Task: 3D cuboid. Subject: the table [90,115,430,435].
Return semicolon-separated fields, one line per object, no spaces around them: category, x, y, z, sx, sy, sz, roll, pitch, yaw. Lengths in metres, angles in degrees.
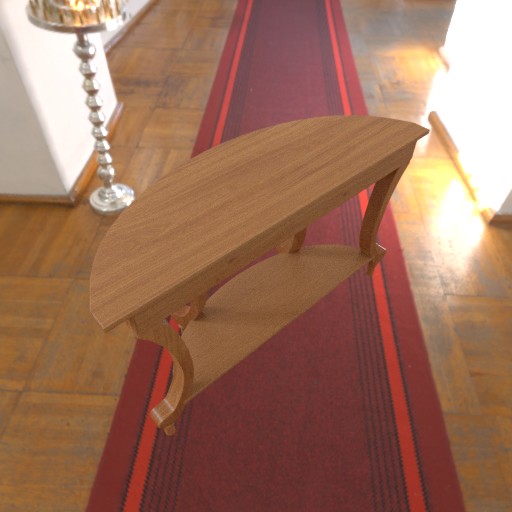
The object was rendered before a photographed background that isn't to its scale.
table;0.000;0.000;1.546;1.198;0.692;0.394;-33;54;-28
